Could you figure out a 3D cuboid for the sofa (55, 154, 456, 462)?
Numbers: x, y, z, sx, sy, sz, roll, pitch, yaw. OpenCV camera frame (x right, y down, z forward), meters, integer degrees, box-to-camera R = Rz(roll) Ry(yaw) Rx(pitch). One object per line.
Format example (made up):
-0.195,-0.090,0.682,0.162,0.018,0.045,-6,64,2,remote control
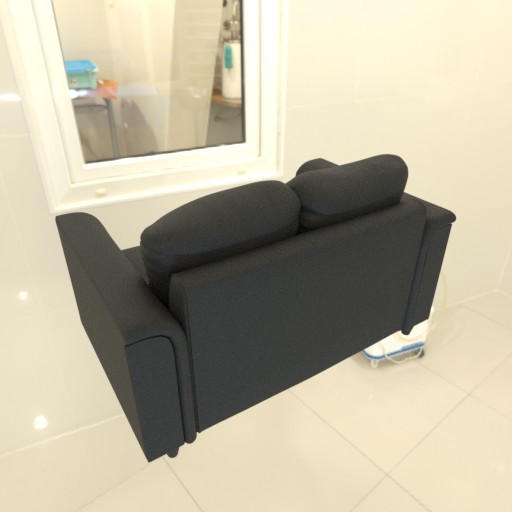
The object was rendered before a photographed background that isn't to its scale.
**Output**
0.000,0.000,1.896,1.386,0.845,0.887,-18,35,-28,sofa
